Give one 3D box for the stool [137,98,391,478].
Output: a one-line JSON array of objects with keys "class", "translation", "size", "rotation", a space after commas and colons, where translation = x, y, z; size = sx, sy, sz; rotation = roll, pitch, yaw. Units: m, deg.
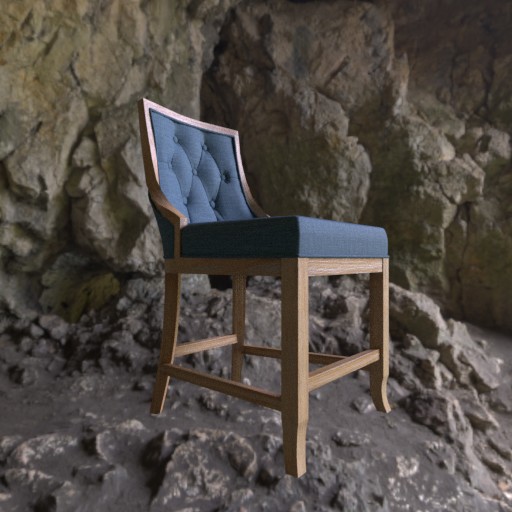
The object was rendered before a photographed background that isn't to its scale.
[{"class": "stool", "translation": [0.000, 0.000, 1.324], "size": [0.626, 0.938, 0.524], "rotation": [0, 0, 38]}]
